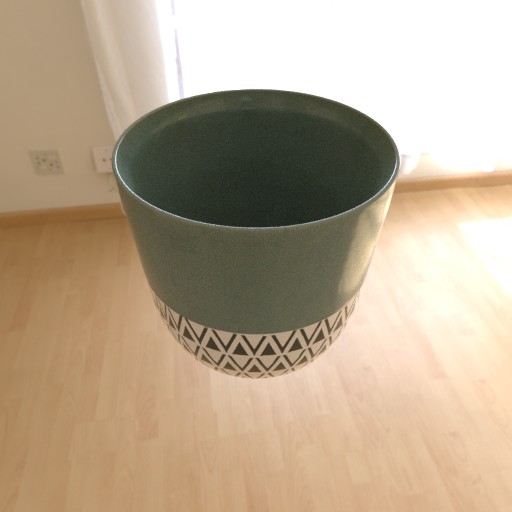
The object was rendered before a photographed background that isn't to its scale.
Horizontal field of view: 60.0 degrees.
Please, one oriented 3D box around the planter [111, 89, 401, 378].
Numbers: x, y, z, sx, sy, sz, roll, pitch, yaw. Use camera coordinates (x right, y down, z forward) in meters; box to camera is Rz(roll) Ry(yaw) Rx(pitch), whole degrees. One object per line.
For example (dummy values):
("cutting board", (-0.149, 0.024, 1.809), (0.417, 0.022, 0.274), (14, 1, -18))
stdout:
("planter", (0.000, 0.000, 0.383), (0.198, 0.214, 0.198), (0, 42, 0))
